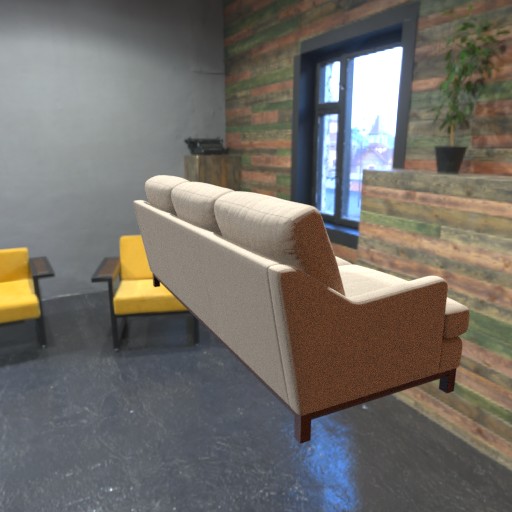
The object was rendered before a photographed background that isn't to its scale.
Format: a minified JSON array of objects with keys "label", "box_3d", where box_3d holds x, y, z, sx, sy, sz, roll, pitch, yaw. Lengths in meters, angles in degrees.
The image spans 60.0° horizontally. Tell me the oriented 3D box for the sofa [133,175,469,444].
[{"label":"sofa","box_3d":[0.000,0.000,2.739,1.000,0.913,2.321,-7,15,-26]}]
